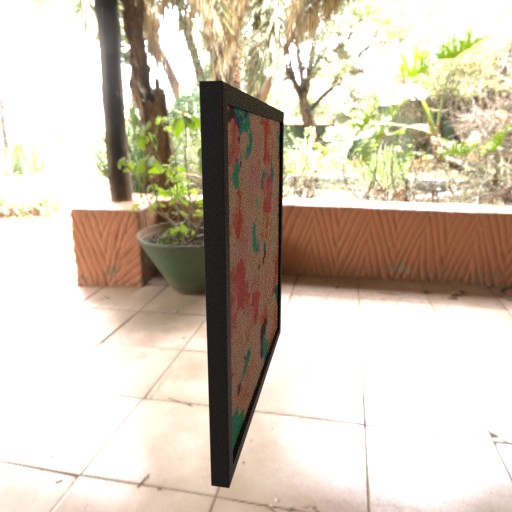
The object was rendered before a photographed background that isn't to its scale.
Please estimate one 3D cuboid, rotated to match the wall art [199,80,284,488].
[{"bbox_3d":[0.000,0.000,0.462,0.015,0.304,0.306,3,15,10],"label":"wall art"}]
